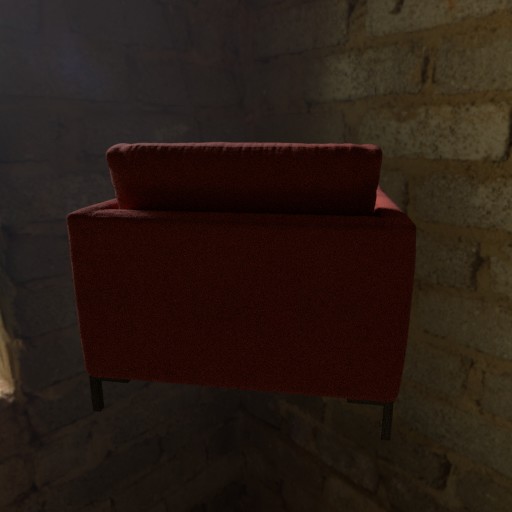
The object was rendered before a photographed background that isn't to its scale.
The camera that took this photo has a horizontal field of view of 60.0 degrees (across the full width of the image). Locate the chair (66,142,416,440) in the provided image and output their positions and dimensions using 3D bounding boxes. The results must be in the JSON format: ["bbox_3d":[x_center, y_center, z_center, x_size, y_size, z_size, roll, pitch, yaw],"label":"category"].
[{"bbox_3d":[0.000,0.000,1.614,0.964,0.812,0.875,2,16,9],"label":"chair"}]
